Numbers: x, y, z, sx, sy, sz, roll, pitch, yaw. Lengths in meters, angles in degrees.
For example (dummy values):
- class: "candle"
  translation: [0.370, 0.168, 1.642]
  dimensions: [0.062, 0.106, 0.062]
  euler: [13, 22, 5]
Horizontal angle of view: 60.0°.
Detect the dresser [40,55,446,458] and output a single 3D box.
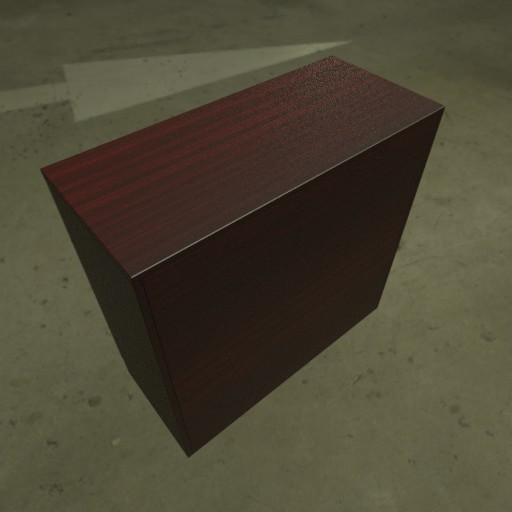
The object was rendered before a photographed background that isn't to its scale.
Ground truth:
- class: "dresser"
  translation: [0.000, 0.000, 1.137]
  dimensions: [0.750, 0.720, 0.360]
  euler: [-31, 54, -26]
